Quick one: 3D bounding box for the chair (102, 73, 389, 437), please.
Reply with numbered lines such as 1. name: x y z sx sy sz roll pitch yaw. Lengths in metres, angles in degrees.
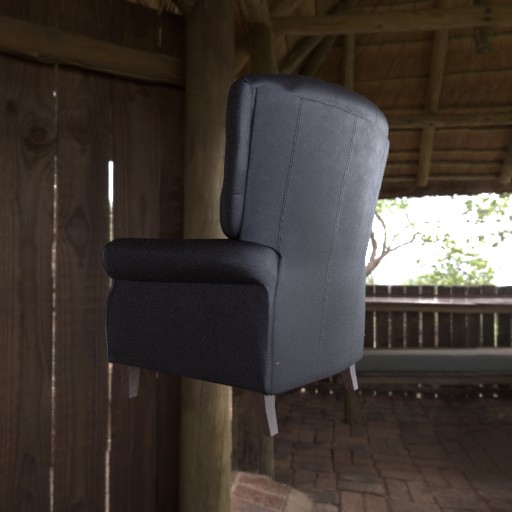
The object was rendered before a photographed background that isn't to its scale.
1. chair: 0.000 0.000 1.853 1.058 1.158 0.948 -1 -2 36
